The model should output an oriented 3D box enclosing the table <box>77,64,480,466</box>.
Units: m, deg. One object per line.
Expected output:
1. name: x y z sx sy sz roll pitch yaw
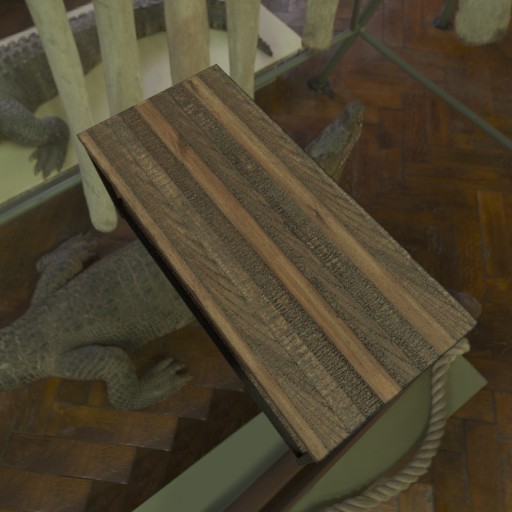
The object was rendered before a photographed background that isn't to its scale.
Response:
1. table: 0.000 0.000 1.239 0.452 0.399 0.990 -34 68 -16
